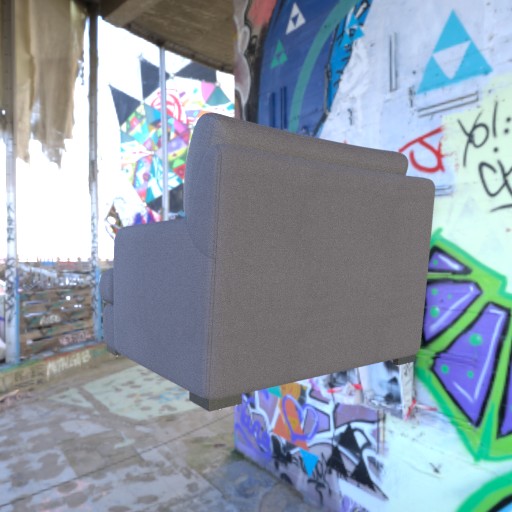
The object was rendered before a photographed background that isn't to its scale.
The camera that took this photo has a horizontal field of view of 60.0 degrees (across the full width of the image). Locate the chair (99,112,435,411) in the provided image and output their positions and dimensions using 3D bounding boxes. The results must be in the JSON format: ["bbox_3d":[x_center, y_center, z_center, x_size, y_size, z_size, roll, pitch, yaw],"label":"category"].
[{"bbox_3d":[0.000,0.000,2.028,1.168,0.940,1.143,0,1,-36],"label":"chair"}]
